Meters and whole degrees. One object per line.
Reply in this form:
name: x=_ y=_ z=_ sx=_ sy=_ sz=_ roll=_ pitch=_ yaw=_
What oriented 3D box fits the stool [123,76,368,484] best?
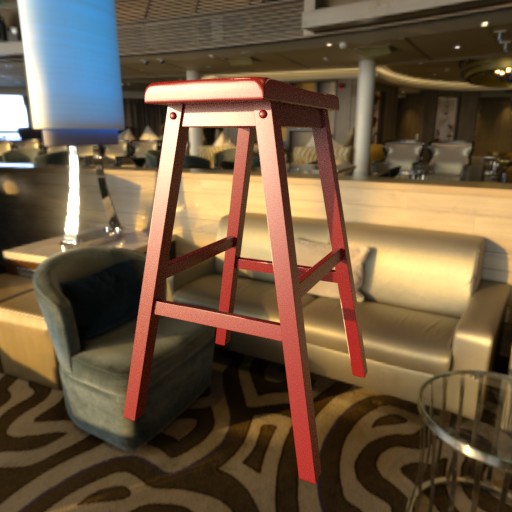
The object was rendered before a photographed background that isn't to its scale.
stool: x=0.000 y=0.000 z=1.047 sx=0.476 sy=0.737 sz=0.457 roll=7 pitch=17 yaw=25
